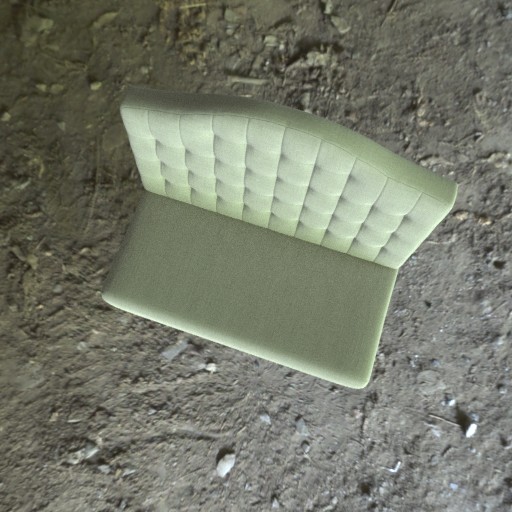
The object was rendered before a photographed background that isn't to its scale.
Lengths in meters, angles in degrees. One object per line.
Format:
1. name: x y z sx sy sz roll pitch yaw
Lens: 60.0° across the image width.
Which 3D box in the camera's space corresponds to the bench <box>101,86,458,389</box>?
1. bench: 0.000 0.000 2.017 1.335 1.180 0.815 18 75 5
